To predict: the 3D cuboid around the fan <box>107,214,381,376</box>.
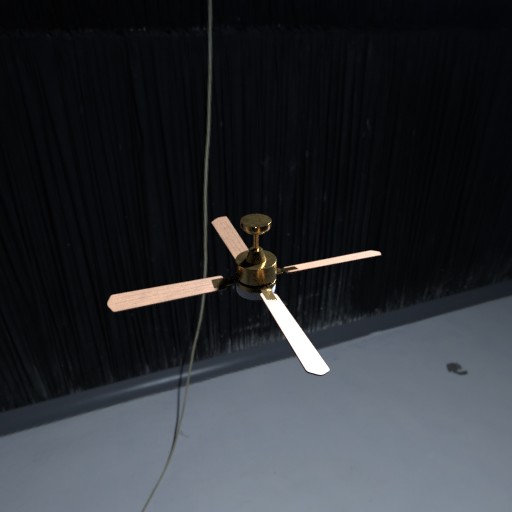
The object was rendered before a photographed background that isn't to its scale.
[{"bbox_3d":[0.000,0.000,1.993,1.320,0.355,1.320,-10,32,-17],"label":"fan"}]
